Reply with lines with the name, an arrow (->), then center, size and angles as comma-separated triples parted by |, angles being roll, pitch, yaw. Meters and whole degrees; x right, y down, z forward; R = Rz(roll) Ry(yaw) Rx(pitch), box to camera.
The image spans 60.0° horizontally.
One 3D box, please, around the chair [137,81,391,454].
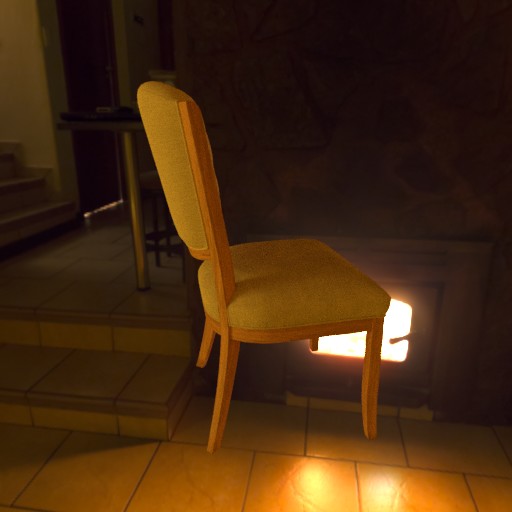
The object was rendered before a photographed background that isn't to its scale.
chair -> 0.000, 0.000, 1.248 | 0.584, 0.905, 0.513 | -3, 17, -11
